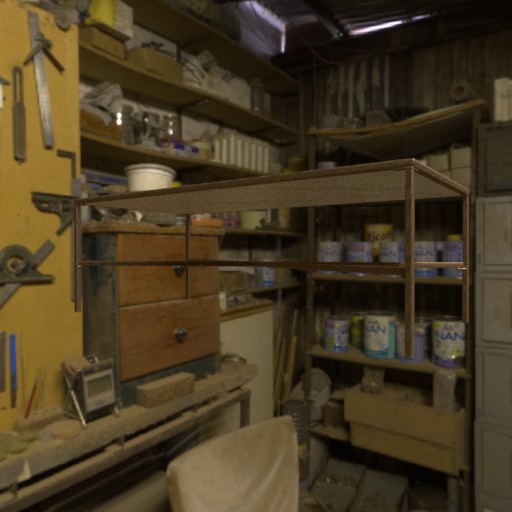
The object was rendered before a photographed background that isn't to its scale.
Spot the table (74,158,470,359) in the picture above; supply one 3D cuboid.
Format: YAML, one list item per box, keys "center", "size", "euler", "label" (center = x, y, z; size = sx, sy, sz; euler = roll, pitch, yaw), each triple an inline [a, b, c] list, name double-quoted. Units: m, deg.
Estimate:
- center: [0.000, 0.000, 1.475]
  size: [1.197, 0.405, 0.577]
  euler: [0, 1, 36]
  label: "table"
